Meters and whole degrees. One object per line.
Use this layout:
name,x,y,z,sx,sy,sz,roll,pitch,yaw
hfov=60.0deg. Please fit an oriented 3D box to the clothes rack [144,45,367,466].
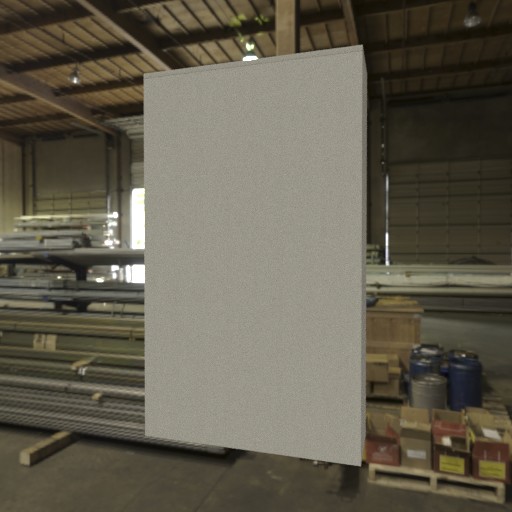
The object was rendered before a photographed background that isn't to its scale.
clothes rack,0.000,0.000,1.576,0.750,1.280,0.250,0,1,17
